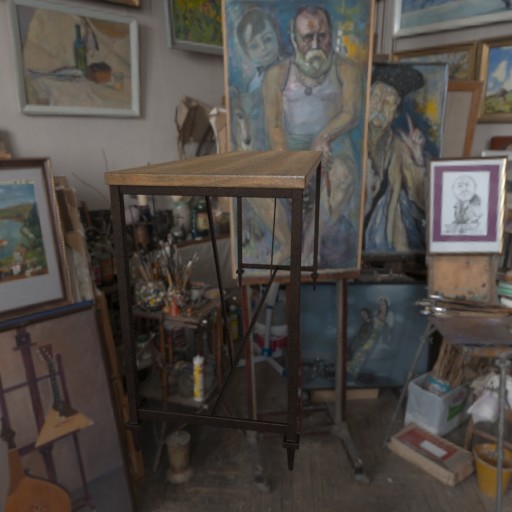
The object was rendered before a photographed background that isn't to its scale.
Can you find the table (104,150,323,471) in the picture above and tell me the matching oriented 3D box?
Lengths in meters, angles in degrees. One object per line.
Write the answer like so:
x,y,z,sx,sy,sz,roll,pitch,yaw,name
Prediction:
0.000,0.000,2.078,0.551,0.902,1.700,3,16,9,table
